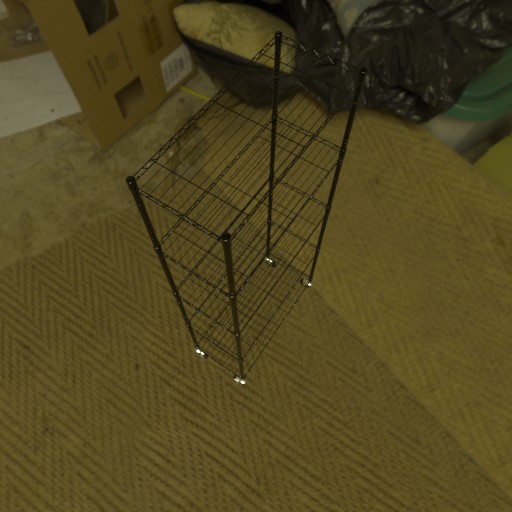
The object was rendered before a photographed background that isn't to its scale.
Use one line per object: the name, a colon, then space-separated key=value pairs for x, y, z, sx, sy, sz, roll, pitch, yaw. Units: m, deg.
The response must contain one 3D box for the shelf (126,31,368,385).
shelf: x=0.000 y=0.000 z=1.991 sx=0.356 sy=1.645 sz=0.762 roll=31 pitch=66 yaw=15
